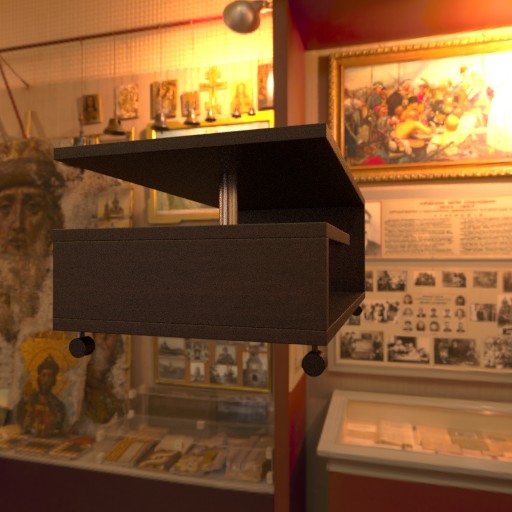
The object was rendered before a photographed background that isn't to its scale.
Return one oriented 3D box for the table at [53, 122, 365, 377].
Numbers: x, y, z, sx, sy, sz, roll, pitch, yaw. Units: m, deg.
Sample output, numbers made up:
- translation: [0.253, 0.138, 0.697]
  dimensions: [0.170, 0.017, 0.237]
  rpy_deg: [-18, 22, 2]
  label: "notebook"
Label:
- translation: [0.000, 0.000, 1.369]
  dimensions: [0.590, 0.460, 1.050]
  rpy_deg: [0, -1, 17]
  label: "table"
